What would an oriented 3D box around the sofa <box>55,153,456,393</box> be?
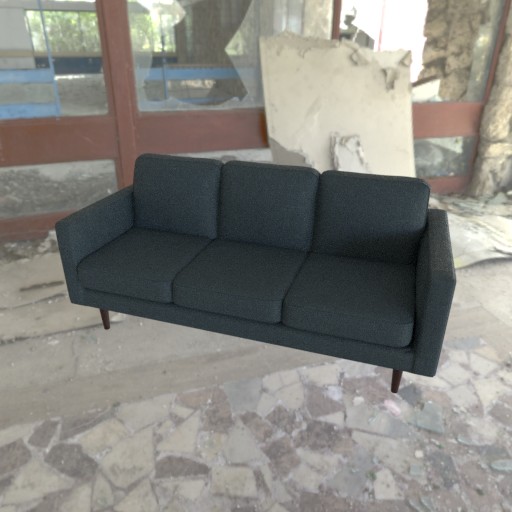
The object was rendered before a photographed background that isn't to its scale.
[{"bbox_3d":[0.000,0.000,2.551,2.013,0.945,0.935,8,27,17],"label":"sofa"}]
